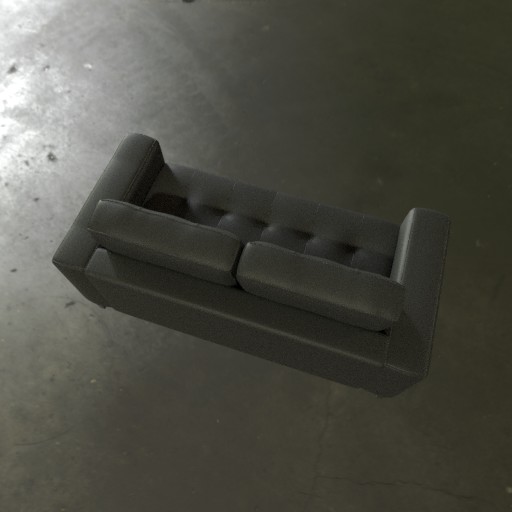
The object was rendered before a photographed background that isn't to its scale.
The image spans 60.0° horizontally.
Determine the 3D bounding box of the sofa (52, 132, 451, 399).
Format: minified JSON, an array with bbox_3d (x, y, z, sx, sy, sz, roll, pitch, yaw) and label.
[{"bbox_3d":[0.000,0.000,2.213,1.726,0.893,0.833,16,65,8],"label":"sofa"}]
